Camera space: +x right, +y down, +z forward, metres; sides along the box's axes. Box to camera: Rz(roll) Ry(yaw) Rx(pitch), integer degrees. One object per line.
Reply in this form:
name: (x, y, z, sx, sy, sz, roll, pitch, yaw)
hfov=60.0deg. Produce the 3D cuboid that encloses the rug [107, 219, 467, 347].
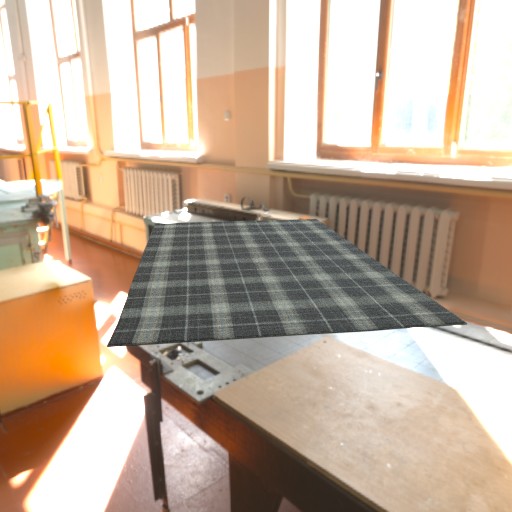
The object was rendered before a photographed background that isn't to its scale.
rug: (0.000, 0.000, 2.977, 1.520, 0.015, 2.434, -2, 16, -8)
